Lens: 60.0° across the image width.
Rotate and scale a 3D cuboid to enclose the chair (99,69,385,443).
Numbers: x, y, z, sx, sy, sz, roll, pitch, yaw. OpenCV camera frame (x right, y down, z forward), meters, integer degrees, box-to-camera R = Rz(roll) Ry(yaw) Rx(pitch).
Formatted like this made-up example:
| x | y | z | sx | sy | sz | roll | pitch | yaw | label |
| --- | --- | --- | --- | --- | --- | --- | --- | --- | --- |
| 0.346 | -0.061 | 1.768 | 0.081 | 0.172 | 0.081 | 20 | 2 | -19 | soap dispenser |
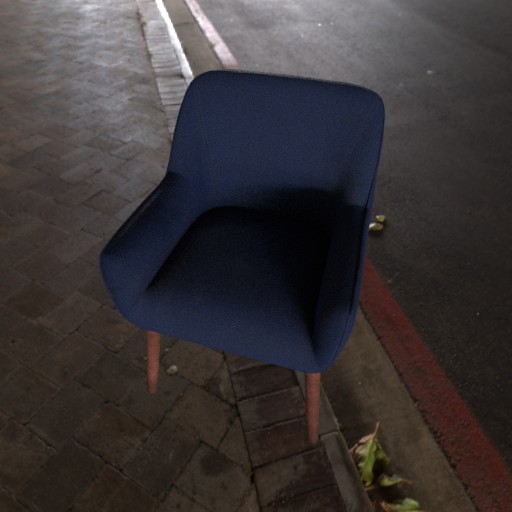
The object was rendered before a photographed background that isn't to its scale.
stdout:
| x | y | z | sx | sy | sz | roll | pitch | yaw | label |
| --- | --- | --- | --- | --- | --- | --- | --- | --- | --- |
| 0.000 | 0.000 | 1.258 | 0.600 | 0.820 | 0.600 | 12 | 44 | 13 | chair |
